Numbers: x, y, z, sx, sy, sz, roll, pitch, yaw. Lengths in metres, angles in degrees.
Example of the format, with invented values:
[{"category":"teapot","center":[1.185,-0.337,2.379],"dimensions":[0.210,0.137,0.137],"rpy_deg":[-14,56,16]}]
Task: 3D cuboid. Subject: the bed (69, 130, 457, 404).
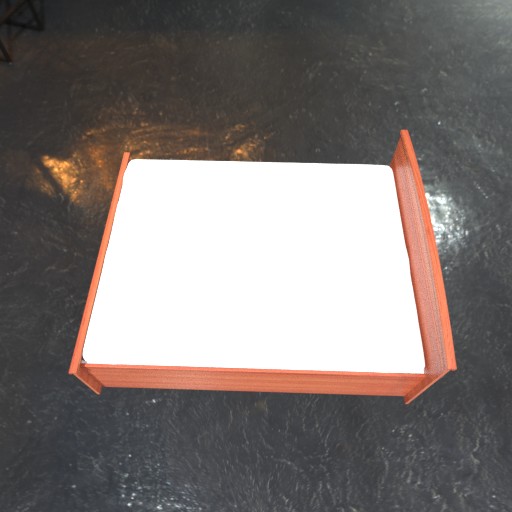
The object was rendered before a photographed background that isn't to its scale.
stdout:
[{"category":"bed","center":[0.000,0.000,2.964],"dimensions":[2.053,0.848,1.683],"rpy_deg":[2,59,1]}]
